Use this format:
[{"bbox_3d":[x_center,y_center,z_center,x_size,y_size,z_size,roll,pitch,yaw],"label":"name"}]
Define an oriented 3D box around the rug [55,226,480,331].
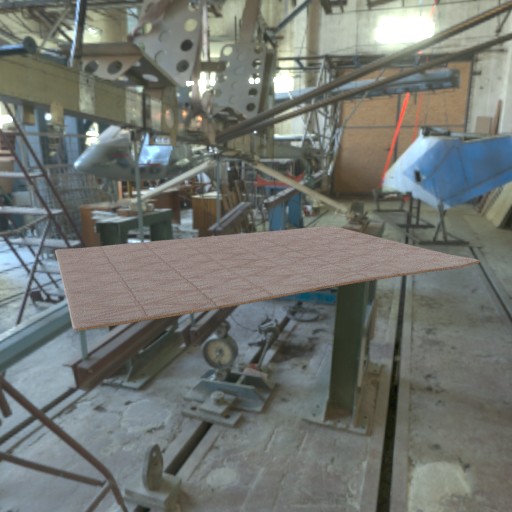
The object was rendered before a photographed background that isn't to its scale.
[{"bbox_3d":[0.000,0.000,2.273,1.837,0.025,1.230,-7,15,-25],"label":"rug"}]
